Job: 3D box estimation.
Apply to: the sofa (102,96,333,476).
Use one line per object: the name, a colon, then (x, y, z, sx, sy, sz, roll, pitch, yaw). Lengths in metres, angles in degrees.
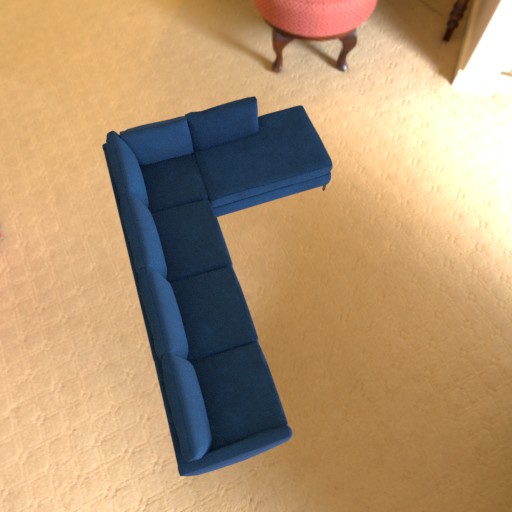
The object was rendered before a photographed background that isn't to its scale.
sofa: (0.000, 0.000, 3.191, 1.707, 0.687, 2.486, -17, 66, -8)
